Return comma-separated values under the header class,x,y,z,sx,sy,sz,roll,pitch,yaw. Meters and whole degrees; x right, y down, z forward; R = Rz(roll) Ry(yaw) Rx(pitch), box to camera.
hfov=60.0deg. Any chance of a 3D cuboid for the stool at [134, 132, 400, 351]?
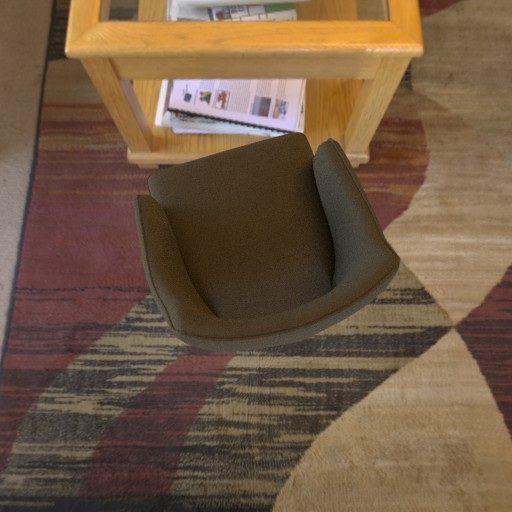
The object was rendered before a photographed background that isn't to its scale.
class,x,y,z,sx,sy,sz,roll,pitch,yaw
stool,0.000,0.000,1.271,0.548,0.912,0.558,-17,76,-4
